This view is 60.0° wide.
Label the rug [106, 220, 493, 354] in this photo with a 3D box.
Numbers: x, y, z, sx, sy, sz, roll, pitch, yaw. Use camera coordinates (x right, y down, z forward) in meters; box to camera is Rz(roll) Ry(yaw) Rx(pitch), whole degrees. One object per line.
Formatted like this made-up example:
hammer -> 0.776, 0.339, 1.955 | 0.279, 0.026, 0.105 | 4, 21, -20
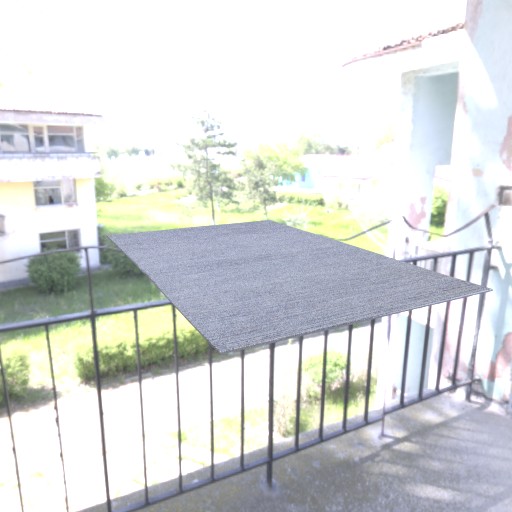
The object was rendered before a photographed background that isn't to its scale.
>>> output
rug -> 0.000, 0.000, 2.230 | 1.159, 0.021, 1.789 | -7, 16, -27
